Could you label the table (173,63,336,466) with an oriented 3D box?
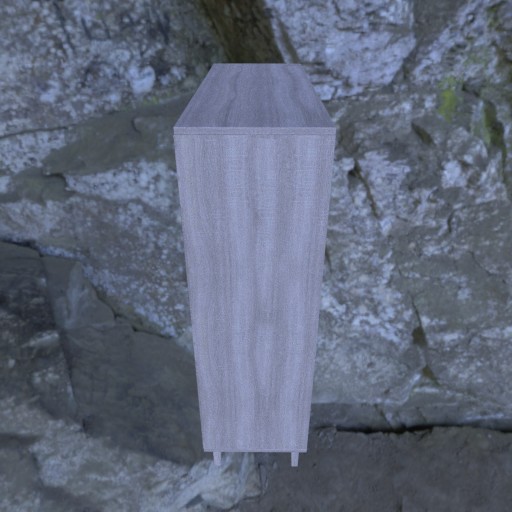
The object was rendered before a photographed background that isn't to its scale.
[{"bbox_3d":[0.000,0.000,1.906,0.398,1.388,1.111,0,31,0],"label":"table"}]
